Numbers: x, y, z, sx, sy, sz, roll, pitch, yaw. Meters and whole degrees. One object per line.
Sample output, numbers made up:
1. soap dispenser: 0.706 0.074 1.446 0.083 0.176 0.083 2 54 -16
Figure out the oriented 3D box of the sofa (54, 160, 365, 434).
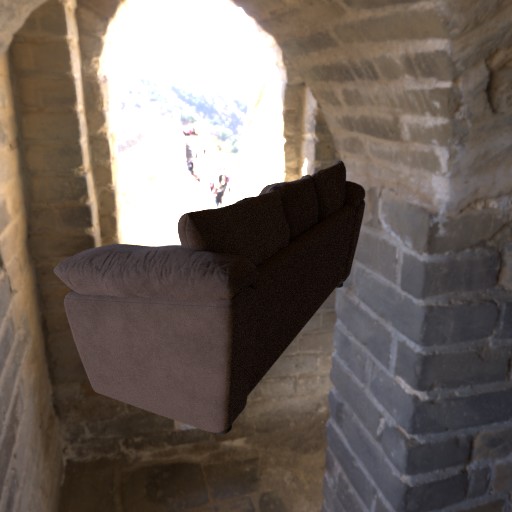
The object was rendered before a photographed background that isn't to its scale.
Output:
1. sofa: 0.000 0.000 2.789 0.878 1.015 2.336 8 20 24
